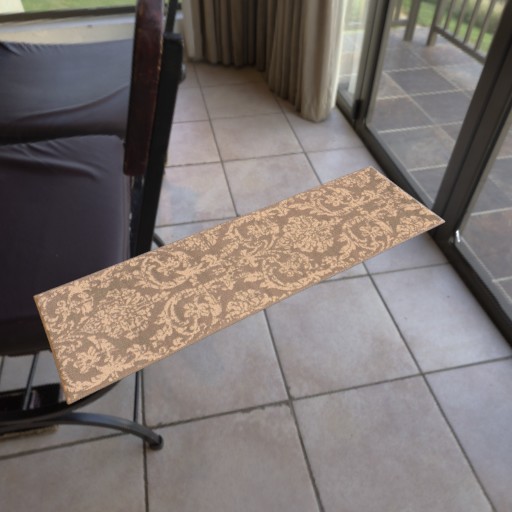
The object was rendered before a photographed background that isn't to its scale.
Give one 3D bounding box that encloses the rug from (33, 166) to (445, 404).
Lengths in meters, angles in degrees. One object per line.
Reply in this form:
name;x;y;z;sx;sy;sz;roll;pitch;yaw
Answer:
rug;0.000;0.000;2.405;2.196;0.011;0.662;-23;50;-21
